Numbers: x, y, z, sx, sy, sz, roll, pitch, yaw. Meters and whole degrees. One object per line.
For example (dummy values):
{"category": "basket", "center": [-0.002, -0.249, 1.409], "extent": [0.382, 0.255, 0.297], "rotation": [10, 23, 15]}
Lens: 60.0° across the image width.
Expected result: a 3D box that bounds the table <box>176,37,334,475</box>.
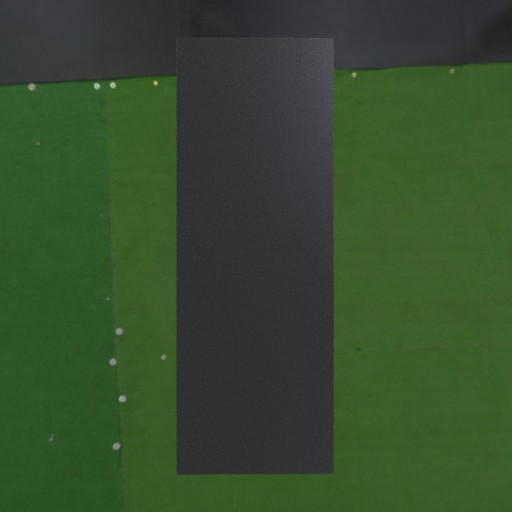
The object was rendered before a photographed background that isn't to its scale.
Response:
{"category": "table", "center": [0.000, 0.000, 1.459], "extent": [0.397, 0.753, 1.068], "rotation": [0, 90, -1]}
